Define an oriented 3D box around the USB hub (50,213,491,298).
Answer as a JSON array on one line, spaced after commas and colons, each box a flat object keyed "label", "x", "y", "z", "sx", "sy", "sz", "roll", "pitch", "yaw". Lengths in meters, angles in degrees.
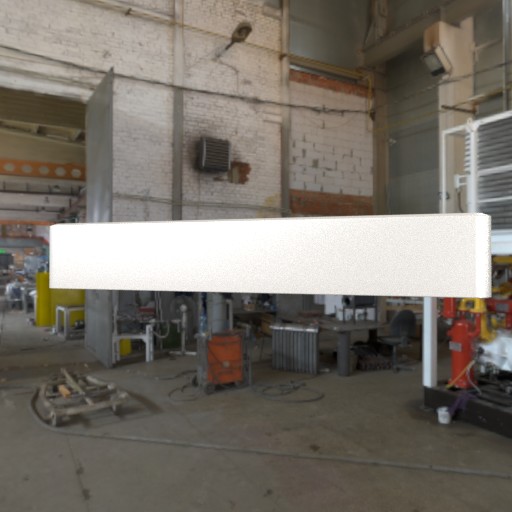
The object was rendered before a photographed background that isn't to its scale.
[{"label": "USB hub", "x": 0.000, "y": 0.000, "z": 0.159, "sx": 0.145, "sy": 0.023, "sz": 0.044, "roll": 0, "pitch": 0, "yaw": 16}]
